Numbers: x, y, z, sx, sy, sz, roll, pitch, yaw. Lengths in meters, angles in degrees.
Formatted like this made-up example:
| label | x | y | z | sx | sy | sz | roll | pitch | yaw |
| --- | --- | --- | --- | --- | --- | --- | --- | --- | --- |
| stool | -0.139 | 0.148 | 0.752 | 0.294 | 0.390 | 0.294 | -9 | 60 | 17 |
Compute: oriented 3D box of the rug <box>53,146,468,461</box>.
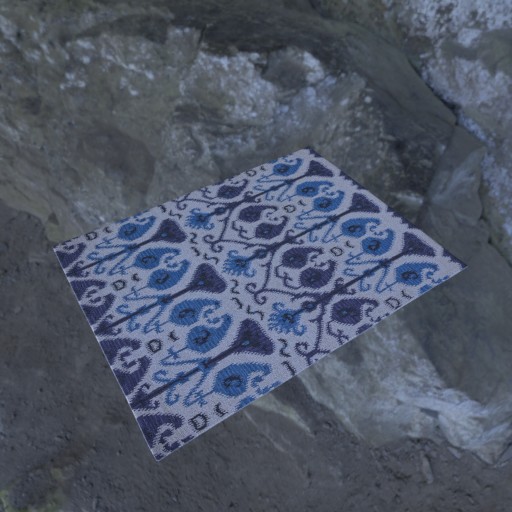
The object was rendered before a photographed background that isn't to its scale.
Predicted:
| label | x | y | z | sx | sy | sz | roll | pitch | yaw |
| --- | --- | --- | --- | --- | --- | --- | --- | --- | --- |
| rug | 0.000 | 0.000 | 4.295 | 3.228 | 0.024 | 2.443 | -26 | 52 | -22 |
